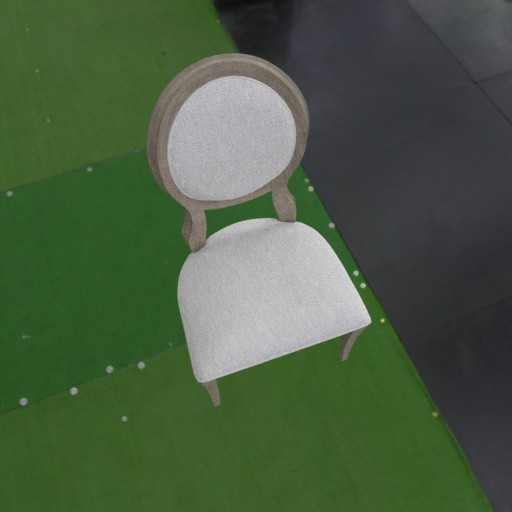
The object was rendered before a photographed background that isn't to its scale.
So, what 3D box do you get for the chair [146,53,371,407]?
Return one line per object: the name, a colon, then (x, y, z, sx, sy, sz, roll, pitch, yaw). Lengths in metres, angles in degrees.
chair: (0.000, 0.000, 1.349, 0.558, 0.990, 0.602, -17, 65, -8)
